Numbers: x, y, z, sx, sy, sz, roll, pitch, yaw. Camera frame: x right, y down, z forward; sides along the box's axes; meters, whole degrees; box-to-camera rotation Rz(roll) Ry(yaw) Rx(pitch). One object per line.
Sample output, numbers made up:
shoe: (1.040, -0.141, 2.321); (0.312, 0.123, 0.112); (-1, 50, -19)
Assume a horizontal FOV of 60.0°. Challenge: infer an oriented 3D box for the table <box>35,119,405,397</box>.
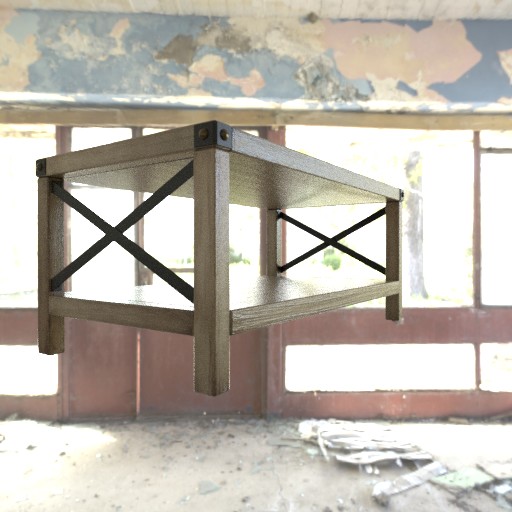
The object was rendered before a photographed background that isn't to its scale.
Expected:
table: (0.000, 0.000, 1.279); (0.559, 0.456, 1.016); (0, 1, 35)
